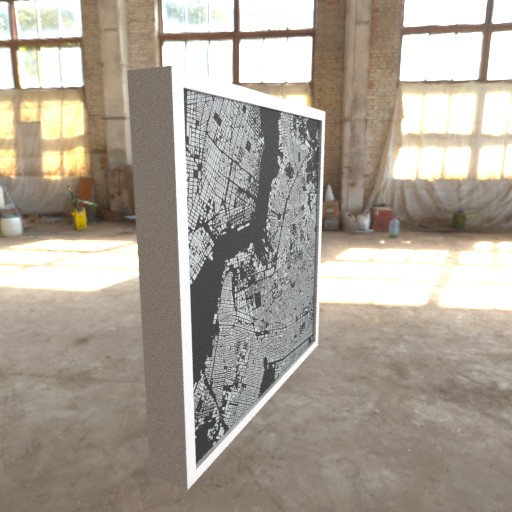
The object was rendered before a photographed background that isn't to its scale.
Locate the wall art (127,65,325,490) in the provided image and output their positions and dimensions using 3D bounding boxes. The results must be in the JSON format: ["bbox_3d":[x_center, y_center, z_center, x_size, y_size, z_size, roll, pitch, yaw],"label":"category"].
[{"bbox_3d":[0.000,0.000,0.448,0.037,0.305,0.305,6,14,26],"label":"wall art"}]
